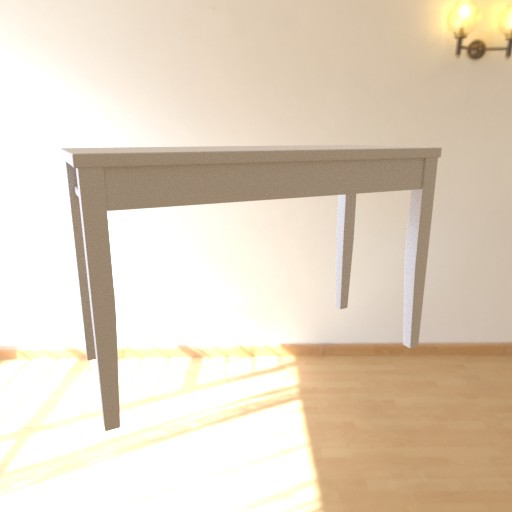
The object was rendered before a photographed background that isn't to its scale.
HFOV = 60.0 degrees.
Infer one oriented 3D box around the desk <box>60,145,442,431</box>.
[{"bbox_3d":[0.000,0.000,1.633,1.220,0.775,0.508,-7,17,-25],"label":"desk"}]
